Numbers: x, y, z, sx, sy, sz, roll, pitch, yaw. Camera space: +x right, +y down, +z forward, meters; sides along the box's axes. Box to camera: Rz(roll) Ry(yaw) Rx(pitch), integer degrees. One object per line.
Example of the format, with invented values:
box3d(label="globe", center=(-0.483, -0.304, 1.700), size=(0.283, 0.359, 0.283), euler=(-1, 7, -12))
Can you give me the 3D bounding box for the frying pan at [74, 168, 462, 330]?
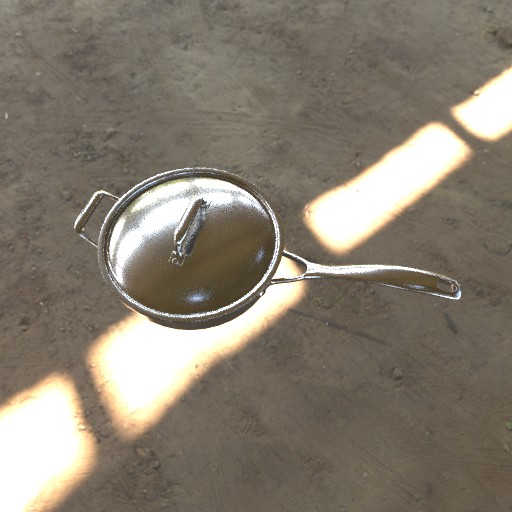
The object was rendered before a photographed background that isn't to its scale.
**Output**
box3d(label="frying pan", center=(0.000, 0.000, 0.659), size=(0.561, 0.114, 0.280), euler=(15, 59, 9))
